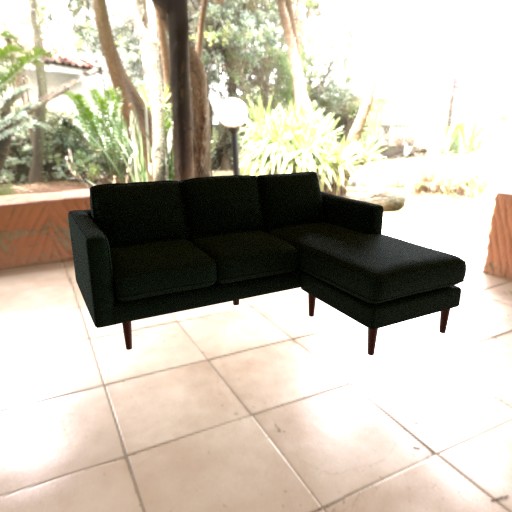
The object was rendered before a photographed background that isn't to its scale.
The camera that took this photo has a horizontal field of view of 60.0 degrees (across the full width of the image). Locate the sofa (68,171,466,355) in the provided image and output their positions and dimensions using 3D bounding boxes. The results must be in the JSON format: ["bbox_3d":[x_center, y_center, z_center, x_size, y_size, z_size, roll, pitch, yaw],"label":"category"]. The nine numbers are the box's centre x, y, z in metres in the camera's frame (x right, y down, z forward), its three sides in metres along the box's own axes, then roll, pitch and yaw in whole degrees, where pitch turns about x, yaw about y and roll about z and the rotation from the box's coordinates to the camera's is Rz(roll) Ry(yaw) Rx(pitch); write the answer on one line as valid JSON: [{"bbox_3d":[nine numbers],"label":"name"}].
[{"bbox_3d":[0.000,0.000,2.827,2.030,0.899,1.580,-9,19,-27],"label":"sofa"}]
